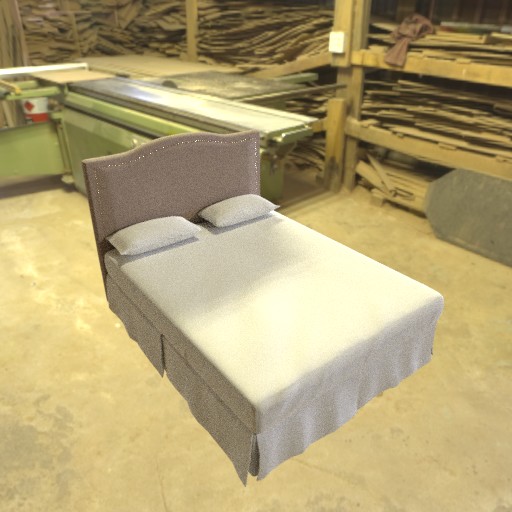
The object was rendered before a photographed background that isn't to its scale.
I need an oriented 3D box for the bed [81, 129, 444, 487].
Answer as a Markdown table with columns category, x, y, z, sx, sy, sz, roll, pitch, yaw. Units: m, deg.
| category | x | y | z | sx | sy | sz | roll | pitch | yaw |
| --- | --- | --- | --- | --- | --- | --- | --- | --- | --- |
| bed | 0.000 | 0.000 | 3.400 | 1.821 | 1.436 | 2.282 | -20 | 35 | -32 |
